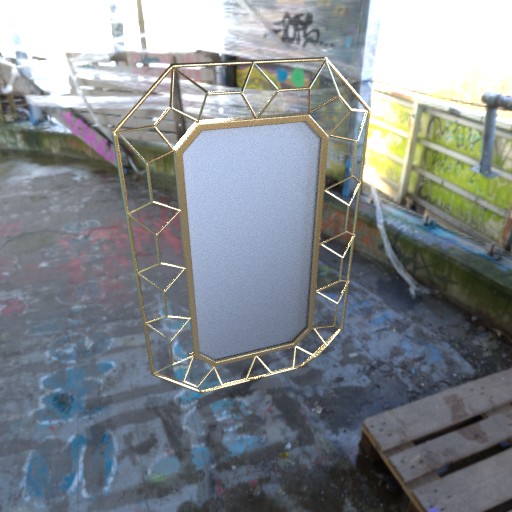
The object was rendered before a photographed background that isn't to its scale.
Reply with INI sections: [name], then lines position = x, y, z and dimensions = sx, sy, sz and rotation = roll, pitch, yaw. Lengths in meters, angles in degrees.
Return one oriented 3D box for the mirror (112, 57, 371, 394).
[mirror]
position = 0.000, 0.000, 1.074
dimensions = 0.572, 0.870, 0.051
rotation = -10, 32, -17
